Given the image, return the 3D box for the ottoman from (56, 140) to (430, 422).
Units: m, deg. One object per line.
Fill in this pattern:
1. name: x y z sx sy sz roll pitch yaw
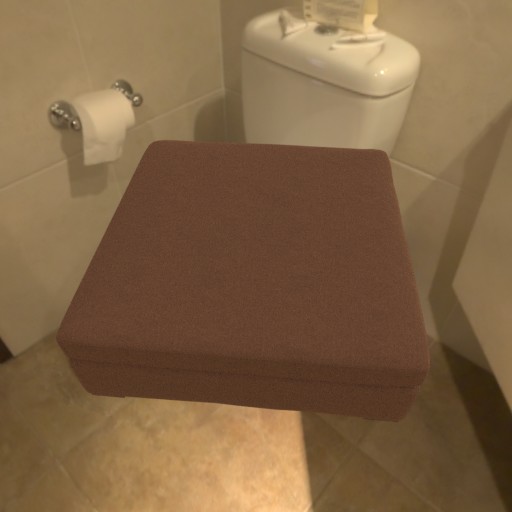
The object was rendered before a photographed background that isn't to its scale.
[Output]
1. ottoman: 0.000 0.000 1.853 1.181 0.470 1.181 4 46 4
